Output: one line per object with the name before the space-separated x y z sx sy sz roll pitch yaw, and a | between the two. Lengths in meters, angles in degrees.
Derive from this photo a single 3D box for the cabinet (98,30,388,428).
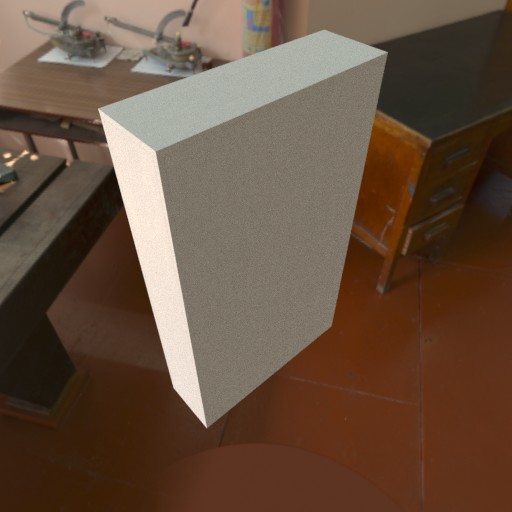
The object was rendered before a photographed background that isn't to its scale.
cabinet | 0.000 0.000 1.566 0.750 1.280 0.250 -32 54 -28
